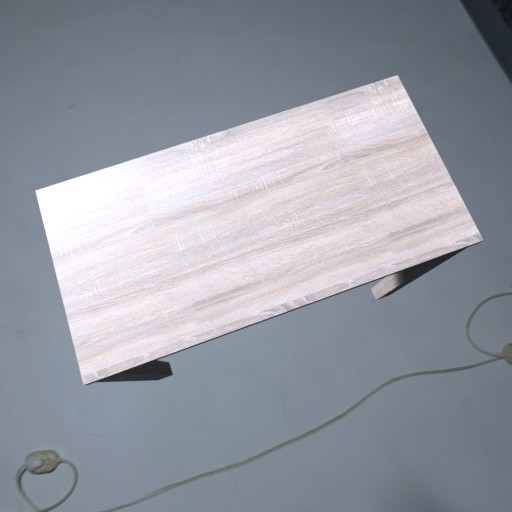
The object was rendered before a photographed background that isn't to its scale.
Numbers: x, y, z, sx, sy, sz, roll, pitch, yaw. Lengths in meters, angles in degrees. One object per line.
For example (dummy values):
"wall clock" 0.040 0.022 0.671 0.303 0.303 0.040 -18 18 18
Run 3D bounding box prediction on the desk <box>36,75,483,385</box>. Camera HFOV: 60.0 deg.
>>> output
"desk" 0.000 0.000 1.455 0.991 0.762 0.495 -19 76 -5
